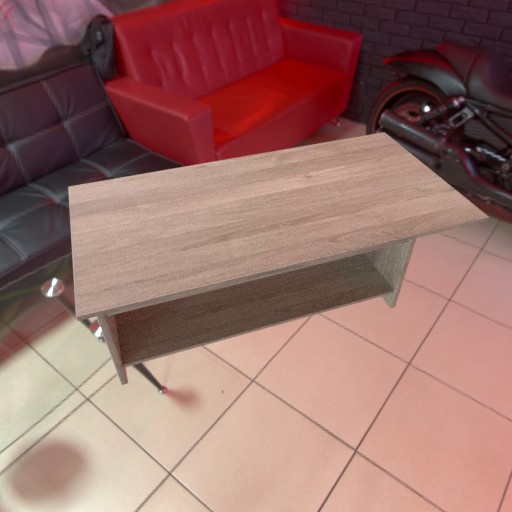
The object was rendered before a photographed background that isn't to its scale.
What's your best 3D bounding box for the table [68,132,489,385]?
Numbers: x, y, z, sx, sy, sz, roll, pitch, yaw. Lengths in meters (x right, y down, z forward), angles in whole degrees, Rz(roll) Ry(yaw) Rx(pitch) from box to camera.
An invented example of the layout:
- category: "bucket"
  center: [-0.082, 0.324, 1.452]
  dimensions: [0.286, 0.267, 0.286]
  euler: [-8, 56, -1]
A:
- category: "table"
  center: [0.000, 0.000, 1.436]
  dimensions: [1.000, 0.570, 0.712]
  euler: [-13, 43, -14]
